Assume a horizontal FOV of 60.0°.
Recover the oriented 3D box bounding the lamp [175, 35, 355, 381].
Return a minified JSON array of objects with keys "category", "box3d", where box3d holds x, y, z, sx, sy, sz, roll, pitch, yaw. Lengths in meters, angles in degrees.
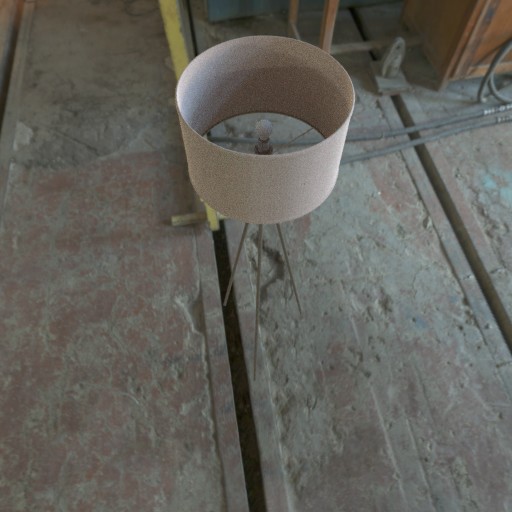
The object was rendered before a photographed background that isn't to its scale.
[{"category":"lamp","box3d":[0.000,0.000,1.681,0.460,1.545,0.449,31,64,17]}]
